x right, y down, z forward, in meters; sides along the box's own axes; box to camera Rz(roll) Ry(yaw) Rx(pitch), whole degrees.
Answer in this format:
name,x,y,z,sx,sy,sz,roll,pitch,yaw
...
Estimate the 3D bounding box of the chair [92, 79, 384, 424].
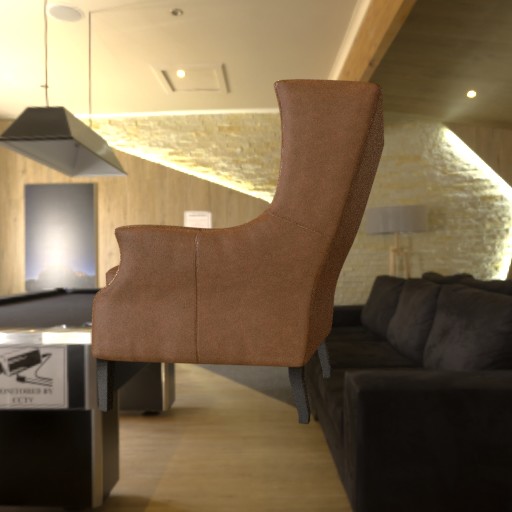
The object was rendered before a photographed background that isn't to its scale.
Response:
name,x,y,z,sx,sy,sz,roll,pitch,yaw
chair,0.000,0.000,1.673,0.925,1.016,0.852,0,0,17
